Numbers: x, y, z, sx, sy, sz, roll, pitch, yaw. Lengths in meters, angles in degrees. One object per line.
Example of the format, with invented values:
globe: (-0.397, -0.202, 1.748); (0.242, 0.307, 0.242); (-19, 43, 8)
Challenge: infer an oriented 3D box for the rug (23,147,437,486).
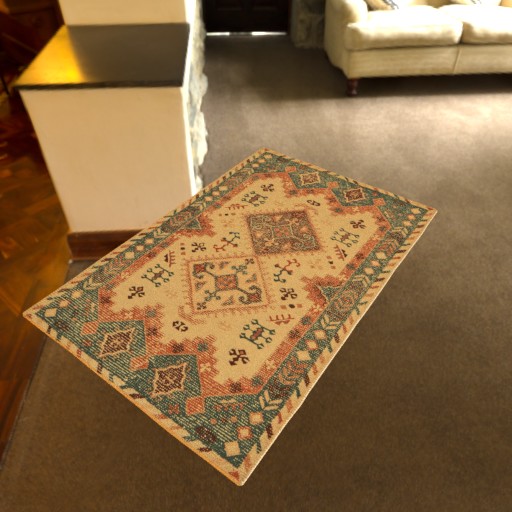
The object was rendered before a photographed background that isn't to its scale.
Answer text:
rug: (0.000, 0.000, 2.233); (1.225, 0.015, 1.840); (26, 49, 26)
